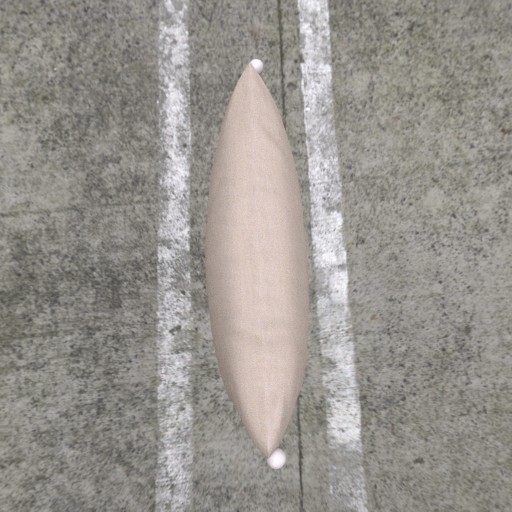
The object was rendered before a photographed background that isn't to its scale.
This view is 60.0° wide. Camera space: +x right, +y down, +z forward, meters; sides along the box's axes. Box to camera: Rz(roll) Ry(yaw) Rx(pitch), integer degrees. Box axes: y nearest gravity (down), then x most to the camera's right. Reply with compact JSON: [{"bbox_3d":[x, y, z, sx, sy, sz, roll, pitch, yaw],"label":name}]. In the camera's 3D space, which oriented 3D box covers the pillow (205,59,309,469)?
[{"bbox_3d":[0.000,0.000,0.854,0.201,0.322,0.709,-2,75,-1],"label":"pillow"}]
